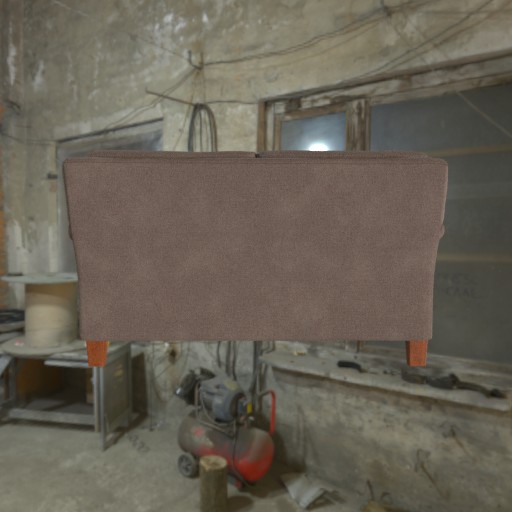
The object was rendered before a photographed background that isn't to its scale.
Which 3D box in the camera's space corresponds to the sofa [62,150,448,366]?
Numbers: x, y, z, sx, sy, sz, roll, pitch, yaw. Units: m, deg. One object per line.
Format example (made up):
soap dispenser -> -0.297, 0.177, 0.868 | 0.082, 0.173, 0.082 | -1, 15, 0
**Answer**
sofa -> 0.000, 0.000, 2.566 | 1.853, 1.101, 1.084 | 0, 2, 0
